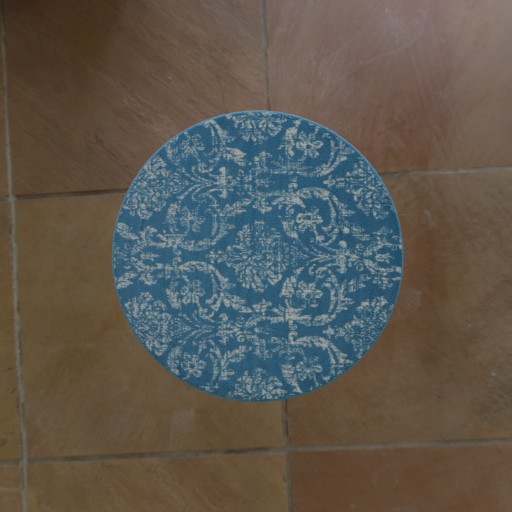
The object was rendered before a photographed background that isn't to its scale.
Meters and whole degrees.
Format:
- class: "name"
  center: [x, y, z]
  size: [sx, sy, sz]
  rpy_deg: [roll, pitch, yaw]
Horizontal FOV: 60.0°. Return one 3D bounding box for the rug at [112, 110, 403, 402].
- class: "rug"
  center: [0.000, 0.000, 2.421]
  size: [1.593, 0.012, 1.593]
  rpy_deg: [0, 90, 2]
